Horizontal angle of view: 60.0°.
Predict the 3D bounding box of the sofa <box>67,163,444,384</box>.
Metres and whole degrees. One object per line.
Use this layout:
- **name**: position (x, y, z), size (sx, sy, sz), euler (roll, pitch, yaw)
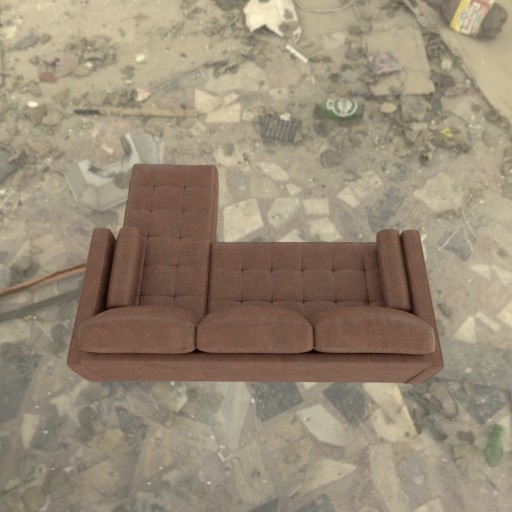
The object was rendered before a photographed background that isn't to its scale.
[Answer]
- **sofa**: position (0.000, 0.000, 3.027), size (2.185, 0.841, 1.613), euler (0, 63, 0)
